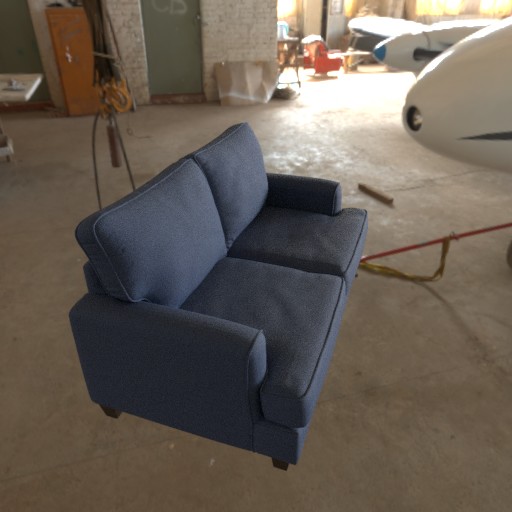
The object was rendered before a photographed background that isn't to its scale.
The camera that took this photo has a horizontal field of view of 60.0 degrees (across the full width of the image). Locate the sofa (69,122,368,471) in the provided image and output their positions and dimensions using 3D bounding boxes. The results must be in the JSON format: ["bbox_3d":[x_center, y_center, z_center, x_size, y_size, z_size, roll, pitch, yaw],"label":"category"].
[{"bbox_3d":[0.000,0.000,2.229,0.965,0.965,1.651,10,32,17],"label":"sofa"}]
